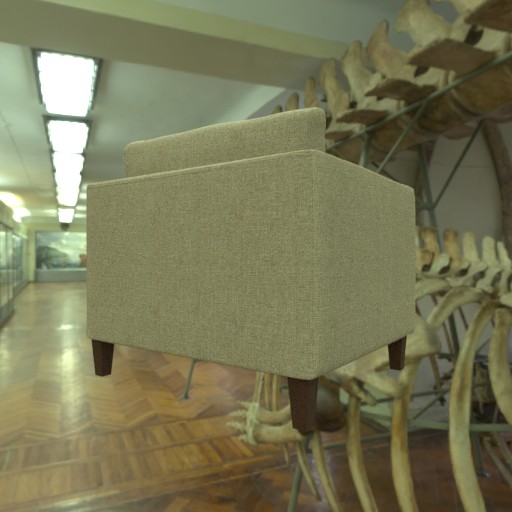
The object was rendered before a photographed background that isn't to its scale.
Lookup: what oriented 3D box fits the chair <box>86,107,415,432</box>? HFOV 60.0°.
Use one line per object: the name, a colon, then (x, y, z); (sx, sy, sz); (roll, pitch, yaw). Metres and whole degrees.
chair: (0.000, 0.000, 1.892); (1.107, 0.987, 0.959); (0, 0, 36)
